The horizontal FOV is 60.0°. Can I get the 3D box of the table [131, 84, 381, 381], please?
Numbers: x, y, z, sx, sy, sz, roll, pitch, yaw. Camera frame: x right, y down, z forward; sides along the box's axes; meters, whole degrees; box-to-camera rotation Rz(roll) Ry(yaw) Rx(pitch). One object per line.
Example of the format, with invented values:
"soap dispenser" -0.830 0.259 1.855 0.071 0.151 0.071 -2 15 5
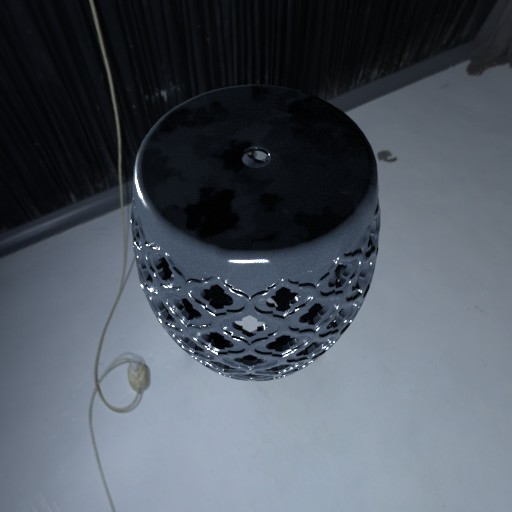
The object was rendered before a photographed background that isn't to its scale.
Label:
"table" 0.000 0.000 0.636 0.325 0.388 0.325 0 57 0
